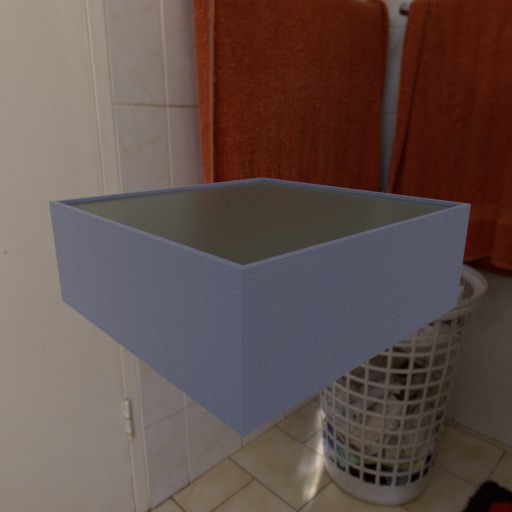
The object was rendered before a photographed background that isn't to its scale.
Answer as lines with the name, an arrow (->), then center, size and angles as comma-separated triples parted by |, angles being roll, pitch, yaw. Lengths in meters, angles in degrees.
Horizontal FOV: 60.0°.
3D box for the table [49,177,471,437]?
table -> 0.000, 0.000, 1.232 | 0.801, 0.299, 0.801 | -15, 22, -41
